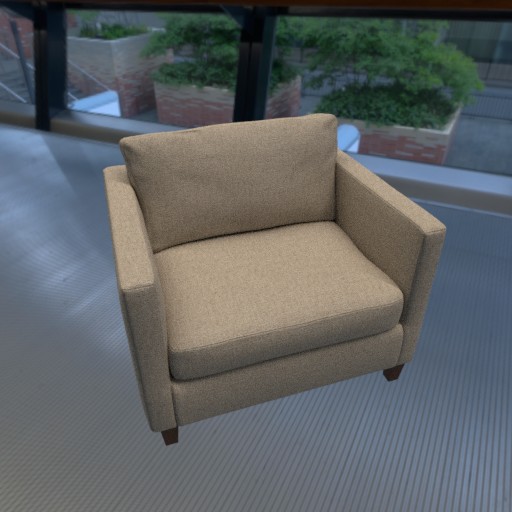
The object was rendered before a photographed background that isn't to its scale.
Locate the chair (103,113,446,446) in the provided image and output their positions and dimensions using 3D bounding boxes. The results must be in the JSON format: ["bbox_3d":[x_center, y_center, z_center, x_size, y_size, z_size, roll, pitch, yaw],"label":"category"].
[{"bbox_3d":[0.000,0.000,1.849,1.107,0.961,0.959,-10,35,-15],"label":"chair"}]
